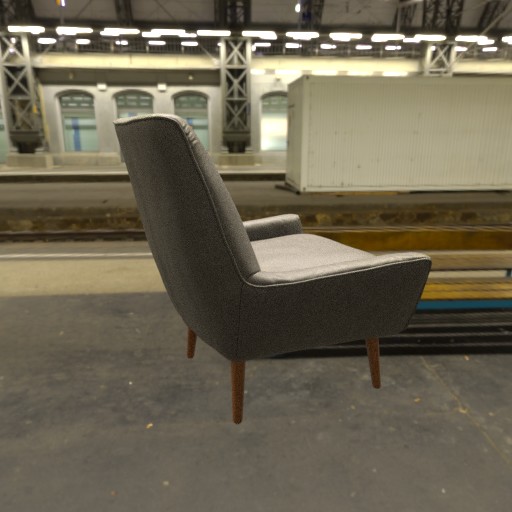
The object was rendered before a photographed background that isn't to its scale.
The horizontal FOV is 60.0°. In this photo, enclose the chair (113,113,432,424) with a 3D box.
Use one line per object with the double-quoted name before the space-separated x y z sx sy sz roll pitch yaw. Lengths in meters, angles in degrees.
"chair" 0.000 0.000 1.478 0.822 0.888 0.787 -8 17 -26
